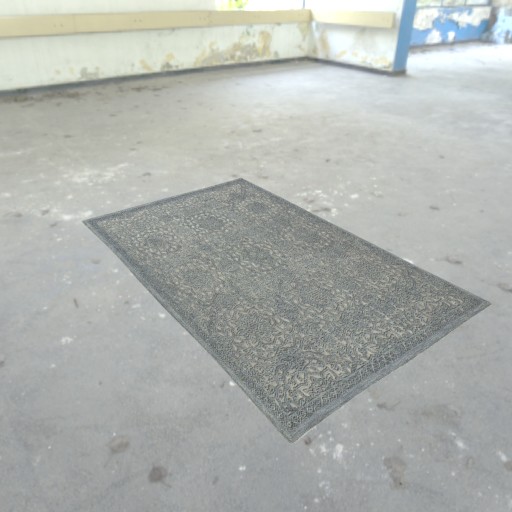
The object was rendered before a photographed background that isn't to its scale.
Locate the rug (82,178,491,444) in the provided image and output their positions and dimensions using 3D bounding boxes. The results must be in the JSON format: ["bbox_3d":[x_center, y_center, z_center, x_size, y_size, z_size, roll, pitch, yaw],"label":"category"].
[{"bbox_3d":[0.000,0.000,3.014,1.535,0.022,2.498,-21,37,-31],"label":"rug"}]
